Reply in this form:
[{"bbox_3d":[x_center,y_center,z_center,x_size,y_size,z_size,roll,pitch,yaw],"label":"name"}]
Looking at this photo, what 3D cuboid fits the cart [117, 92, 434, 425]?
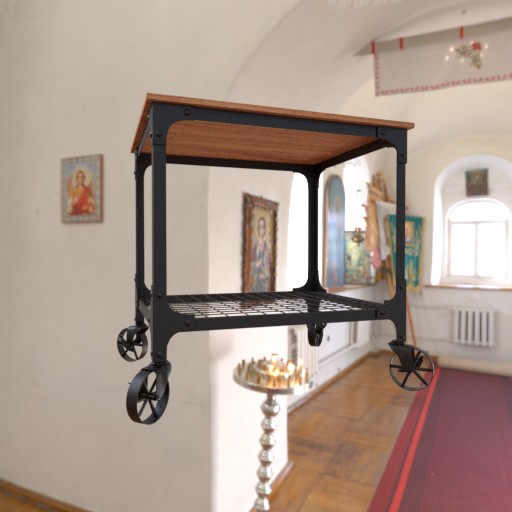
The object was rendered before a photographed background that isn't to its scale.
[{"bbox_3d":[0.000,0.000,1.132,0.666,0.603,0.558,0,1,-19],"label":"cart"}]
